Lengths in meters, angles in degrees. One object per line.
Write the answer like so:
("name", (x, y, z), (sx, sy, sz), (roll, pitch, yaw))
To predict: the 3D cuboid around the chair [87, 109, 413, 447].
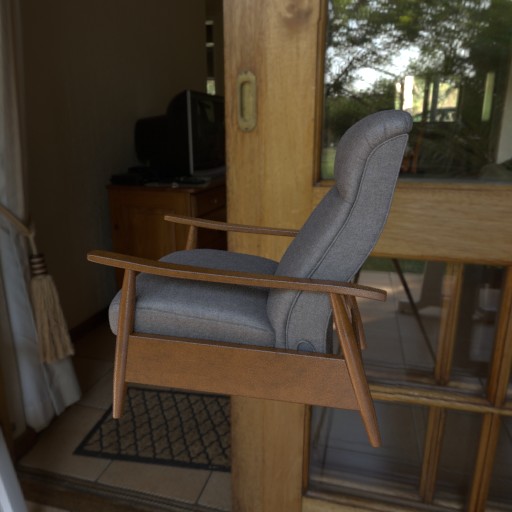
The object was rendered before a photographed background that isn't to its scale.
("chair", (0.000, 0.000, 1.760), (1.014, 1.081, 0.762), (3, 16, 9))
